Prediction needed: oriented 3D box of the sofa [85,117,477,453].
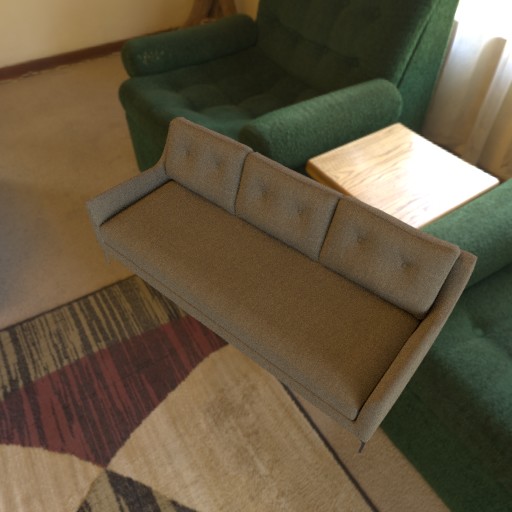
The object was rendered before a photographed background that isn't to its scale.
[{"bbox_3d":[0.000,0.000,2.551,2.060,0.837,0.849,31,54,26],"label":"sofa"}]
